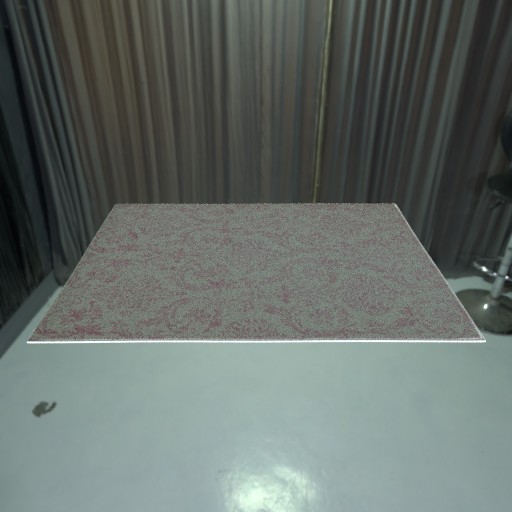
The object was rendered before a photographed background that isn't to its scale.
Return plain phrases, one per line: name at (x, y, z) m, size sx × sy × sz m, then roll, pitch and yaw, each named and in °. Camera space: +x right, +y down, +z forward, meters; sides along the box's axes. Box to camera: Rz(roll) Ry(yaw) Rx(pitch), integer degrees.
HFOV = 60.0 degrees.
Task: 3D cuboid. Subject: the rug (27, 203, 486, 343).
rug at (0.000, 0.000, 2.807) m, size 2.202 × 0.014 × 1.598 m, roll 0°, pitch 31°, yaw 0°
